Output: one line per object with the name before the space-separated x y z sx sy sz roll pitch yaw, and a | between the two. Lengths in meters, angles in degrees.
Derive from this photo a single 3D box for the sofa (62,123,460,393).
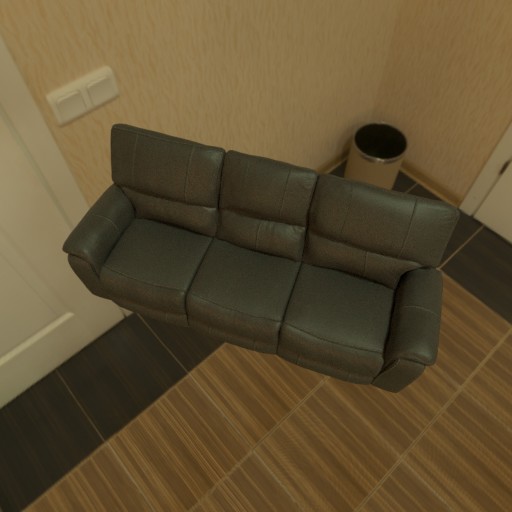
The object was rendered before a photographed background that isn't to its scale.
sofa | 0.000 0.000 3.248 2.627 1.134 1.104 16 59 10
